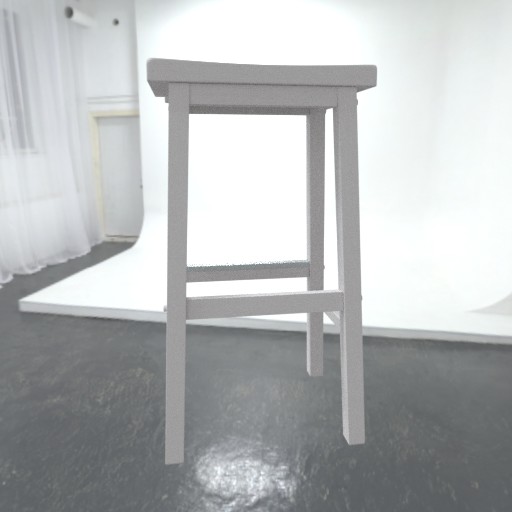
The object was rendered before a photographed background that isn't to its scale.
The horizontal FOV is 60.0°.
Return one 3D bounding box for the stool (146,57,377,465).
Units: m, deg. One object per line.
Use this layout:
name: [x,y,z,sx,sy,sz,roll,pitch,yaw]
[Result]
stool: [0.000,0.000,0.956,0.406,0.742,0.322,-2,14,-9]
